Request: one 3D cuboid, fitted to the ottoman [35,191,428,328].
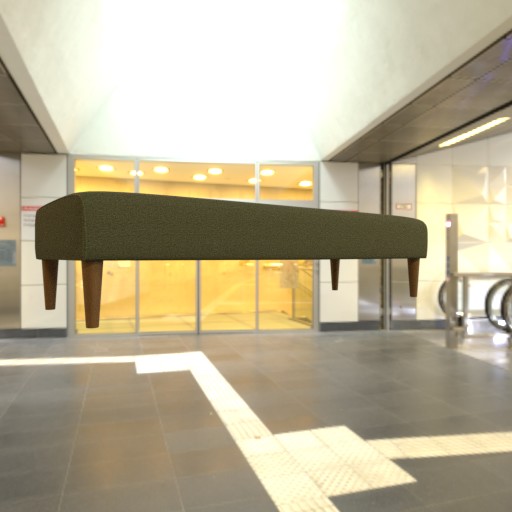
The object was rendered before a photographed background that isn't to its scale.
[{"bbox_3d":[0.000,0.000,1.881,1.609,0.393,0.646,0,0,-37],"label":"ottoman"}]
